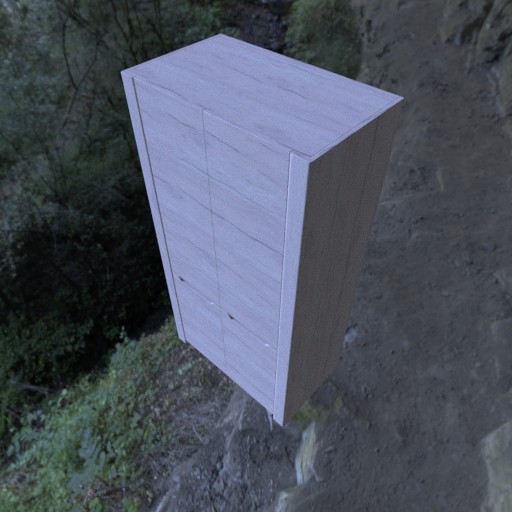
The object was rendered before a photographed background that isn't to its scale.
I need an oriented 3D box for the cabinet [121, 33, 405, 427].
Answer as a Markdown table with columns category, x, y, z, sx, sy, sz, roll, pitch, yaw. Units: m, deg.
| category | x | y | z | sx | sy | sz | roll | pitch | yaw |
| --- | --- | --- | --- | --- | --- | --- | --- | --- | --- |
| cabinet | 0.000 | 0.000 | 2.428 | 0.980 | 1.930 | 0.580 | 33 | 54 | 28 |
